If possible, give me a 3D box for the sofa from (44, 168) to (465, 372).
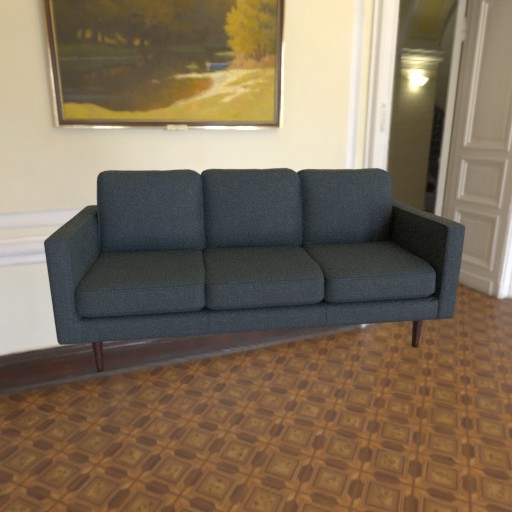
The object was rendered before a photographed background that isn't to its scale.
[{"bbox_3d":[0.000,0.000,2.545,2.013,0.945,0.935,-2,16,-8],"label":"sofa"}]
